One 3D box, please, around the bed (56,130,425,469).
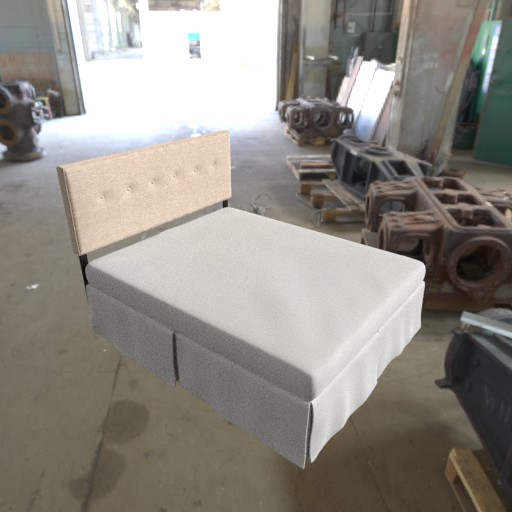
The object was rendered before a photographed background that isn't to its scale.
[{"bbox_3d":[0.000,0.000,3.075,1.978,1.270,1.643,19,32,34],"label":"bed"}]
